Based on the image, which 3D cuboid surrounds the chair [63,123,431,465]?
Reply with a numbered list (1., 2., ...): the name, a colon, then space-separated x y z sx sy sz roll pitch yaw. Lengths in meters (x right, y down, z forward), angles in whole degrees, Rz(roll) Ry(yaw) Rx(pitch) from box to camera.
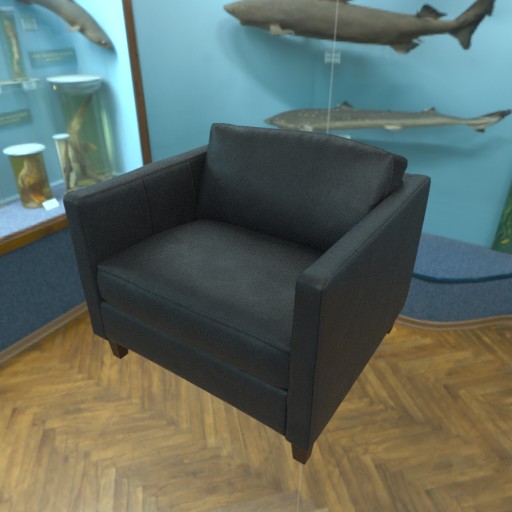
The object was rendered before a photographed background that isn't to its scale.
1. chair: 0.000 0.000 1.597 0.939 0.811 0.862 18 34 29
